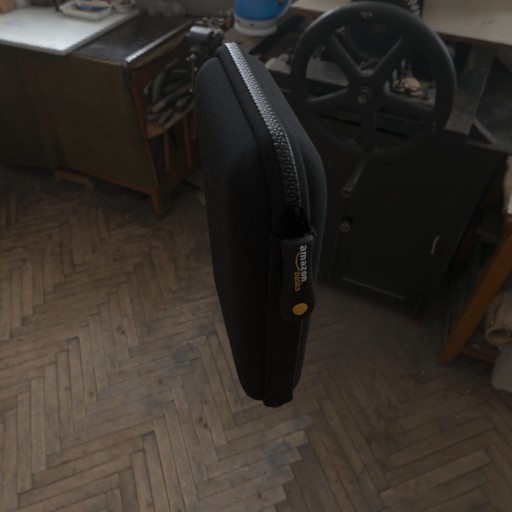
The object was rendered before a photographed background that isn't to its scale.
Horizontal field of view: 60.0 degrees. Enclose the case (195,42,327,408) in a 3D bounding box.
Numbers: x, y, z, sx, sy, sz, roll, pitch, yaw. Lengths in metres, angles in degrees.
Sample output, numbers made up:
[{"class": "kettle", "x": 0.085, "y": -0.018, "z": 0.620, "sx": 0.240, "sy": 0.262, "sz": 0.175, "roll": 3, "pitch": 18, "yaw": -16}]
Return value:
[{"class": "case", "x": 0.000, "y": 0.000, "z": 0.188, "sx": 0.030, "sy": 0.147, "sz": 0.107, "roll": -10, "pitch": 48, "yaw": -10}]
